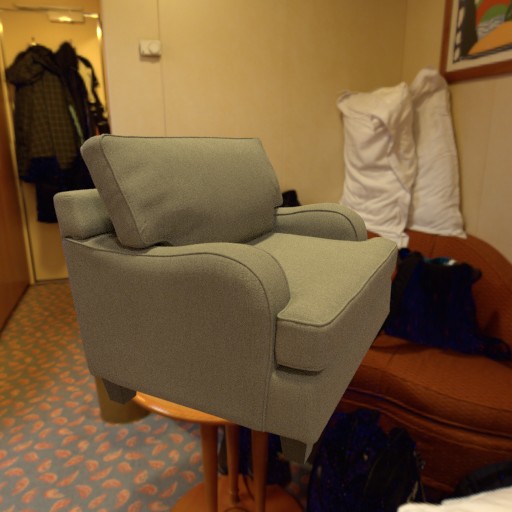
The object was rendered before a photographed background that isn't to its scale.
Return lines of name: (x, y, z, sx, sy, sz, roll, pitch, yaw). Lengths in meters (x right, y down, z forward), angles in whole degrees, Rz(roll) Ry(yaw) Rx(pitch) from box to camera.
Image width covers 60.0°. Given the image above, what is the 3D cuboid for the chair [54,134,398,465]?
chair: (0.000, 0.000, 1.936, 1.041, 1.016, 1.220, 7, 16, 26)
